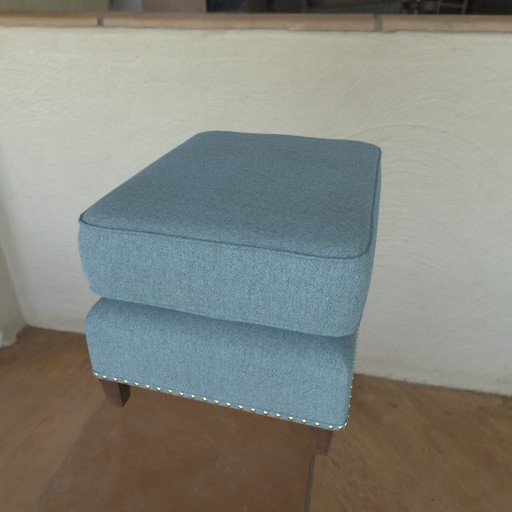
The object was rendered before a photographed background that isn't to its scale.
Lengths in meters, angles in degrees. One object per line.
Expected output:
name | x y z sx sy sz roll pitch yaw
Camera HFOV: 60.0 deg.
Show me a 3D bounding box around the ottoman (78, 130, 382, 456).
ottoman | 0.000 0.000 1.169 0.589 0.537 0.738 8 31 13
